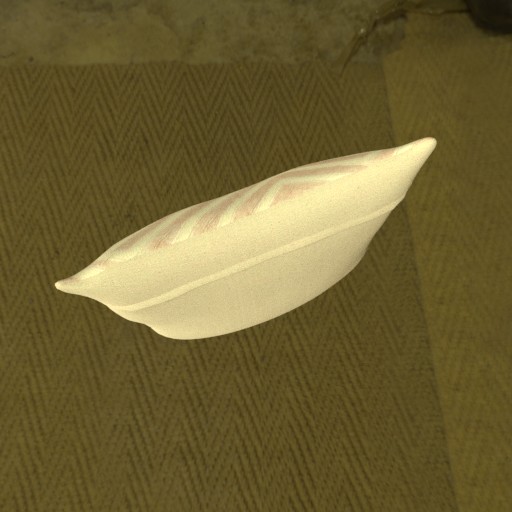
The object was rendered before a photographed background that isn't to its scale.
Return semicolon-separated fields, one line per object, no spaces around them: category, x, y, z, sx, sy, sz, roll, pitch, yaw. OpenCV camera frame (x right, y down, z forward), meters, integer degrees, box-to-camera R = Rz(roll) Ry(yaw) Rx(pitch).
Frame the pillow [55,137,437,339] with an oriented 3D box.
pillow;0.000;0.000;0.670;0.440;0.441;0.182;-21;77;-5
